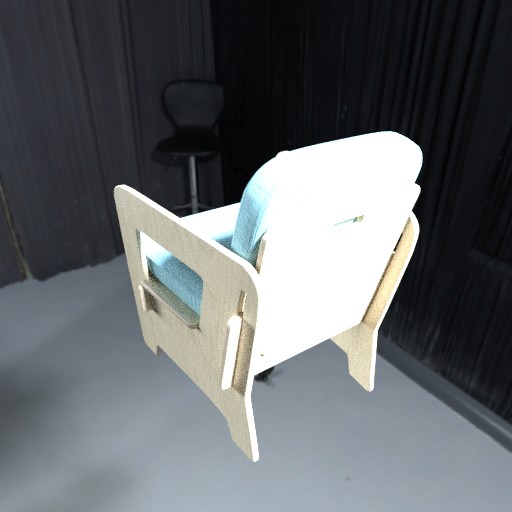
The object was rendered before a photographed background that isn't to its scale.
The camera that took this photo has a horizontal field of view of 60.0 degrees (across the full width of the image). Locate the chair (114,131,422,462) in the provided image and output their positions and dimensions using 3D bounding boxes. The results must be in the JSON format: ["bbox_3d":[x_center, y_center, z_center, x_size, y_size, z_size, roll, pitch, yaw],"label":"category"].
[{"bbox_3d":[0.000,0.000,1.269,0.590,0.800,0.710,-19,35,-29],"label":"chair"}]
